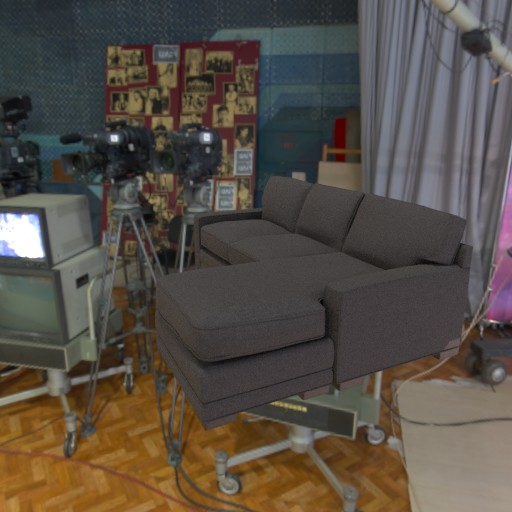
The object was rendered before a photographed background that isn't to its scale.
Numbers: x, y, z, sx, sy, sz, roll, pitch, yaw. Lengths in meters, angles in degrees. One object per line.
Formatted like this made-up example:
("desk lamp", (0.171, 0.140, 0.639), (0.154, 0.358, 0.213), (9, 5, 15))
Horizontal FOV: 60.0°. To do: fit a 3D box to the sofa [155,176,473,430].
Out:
("sofa", (0.000, 0.000, 3.379), (1.790, 0.973, 2.370), (-8, 18, -25))
